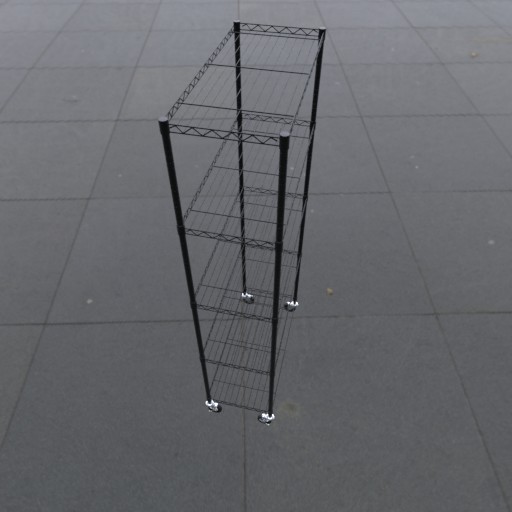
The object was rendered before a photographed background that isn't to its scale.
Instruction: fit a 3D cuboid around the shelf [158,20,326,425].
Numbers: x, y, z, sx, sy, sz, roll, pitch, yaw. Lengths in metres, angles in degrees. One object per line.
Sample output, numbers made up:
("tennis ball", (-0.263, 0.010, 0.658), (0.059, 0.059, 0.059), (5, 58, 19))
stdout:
("shelf", (0.000, 0.000, 1.924), (0.356, 1.645, 0.762), (10, 47, 9))
